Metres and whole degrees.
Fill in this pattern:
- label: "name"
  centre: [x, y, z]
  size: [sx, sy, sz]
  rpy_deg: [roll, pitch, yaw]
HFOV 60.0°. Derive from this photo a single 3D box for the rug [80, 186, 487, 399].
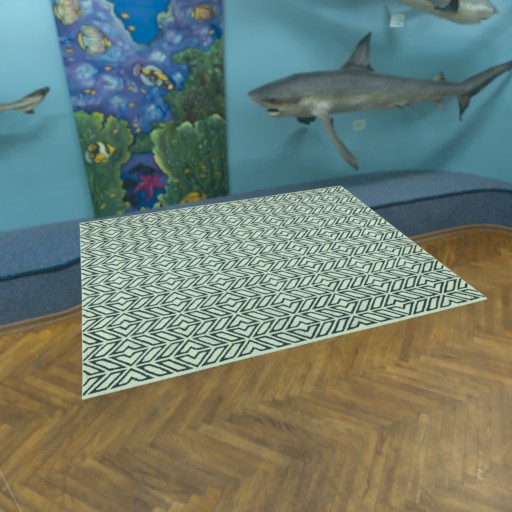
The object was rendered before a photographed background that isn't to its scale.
- label: "rug"
  centre: [0.000, 0.000, 4.056]
  size: [3.045, 0.008, 2.421]
  rpy_deg: [-10, 33, -16]
